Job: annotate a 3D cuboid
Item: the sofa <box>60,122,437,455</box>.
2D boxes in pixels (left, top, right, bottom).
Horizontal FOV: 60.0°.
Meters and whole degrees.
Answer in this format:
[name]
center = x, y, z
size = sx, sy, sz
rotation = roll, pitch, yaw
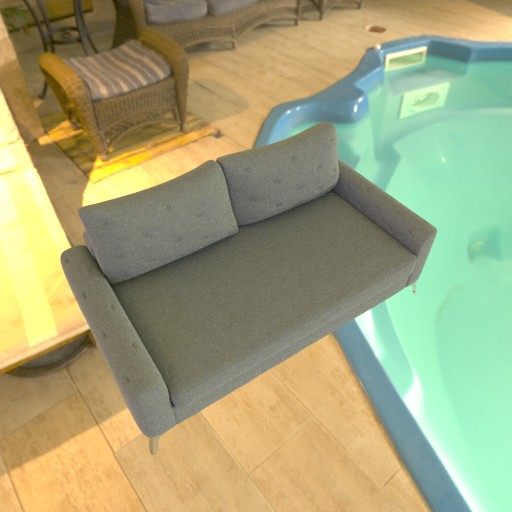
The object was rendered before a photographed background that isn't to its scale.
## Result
[sofa]
center = 0.000, 0.000, 2.183
size = 1.650, 0.790, 0.920
rotation = -25, 51, -23
